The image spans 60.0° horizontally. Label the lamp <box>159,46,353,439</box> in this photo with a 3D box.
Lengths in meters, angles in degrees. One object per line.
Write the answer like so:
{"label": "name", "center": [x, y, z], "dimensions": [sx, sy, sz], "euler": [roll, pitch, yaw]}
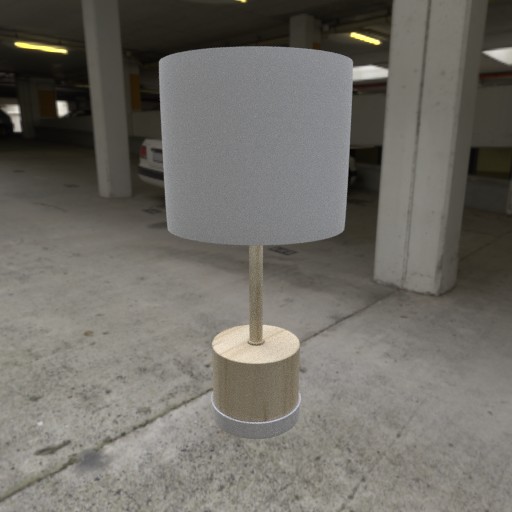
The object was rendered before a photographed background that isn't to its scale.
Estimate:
{"label": "lamp", "center": [0.000, 0.000, 0.589], "dimensions": [0.229, 0.470, 0.229], "euler": [13, 20, 41]}
